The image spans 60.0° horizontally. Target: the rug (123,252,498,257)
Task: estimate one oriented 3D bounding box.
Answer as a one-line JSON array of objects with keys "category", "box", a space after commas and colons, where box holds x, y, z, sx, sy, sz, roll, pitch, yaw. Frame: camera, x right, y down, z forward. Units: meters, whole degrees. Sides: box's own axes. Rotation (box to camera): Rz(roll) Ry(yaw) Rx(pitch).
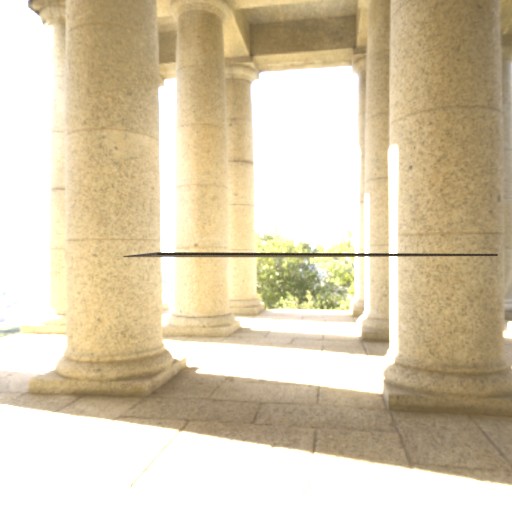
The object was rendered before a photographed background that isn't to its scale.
[{"category": "rug", "box": [0.000, 0.000, 2.197, 1.175, 0.008, 1.783, 0, 0, -19]}]
